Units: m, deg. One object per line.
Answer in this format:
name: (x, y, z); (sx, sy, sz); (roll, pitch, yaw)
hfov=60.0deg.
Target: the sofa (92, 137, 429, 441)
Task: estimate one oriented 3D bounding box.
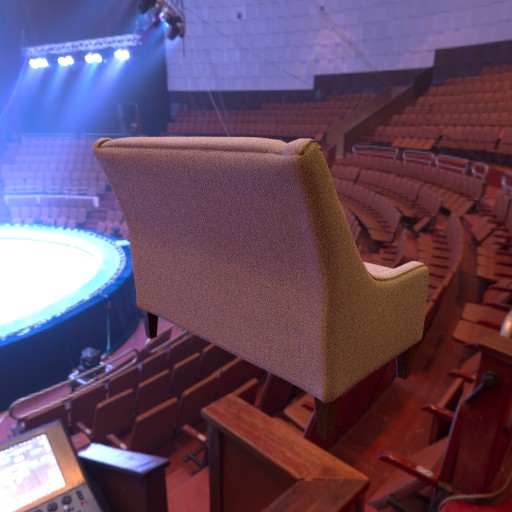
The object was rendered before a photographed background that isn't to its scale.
sofa: (0.000, 0.000, 1.968); (0.870, 1.022, 1.242); (-14, 21, -43)
